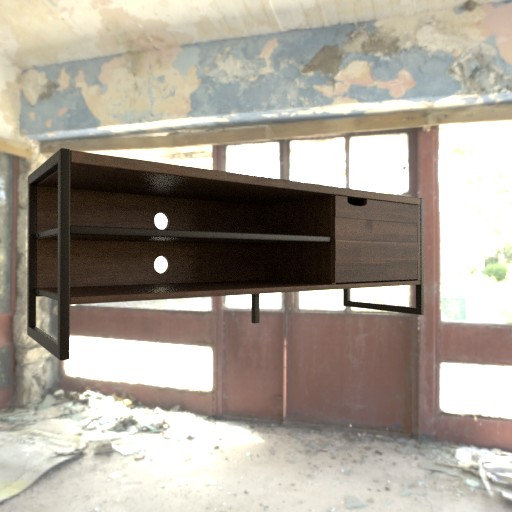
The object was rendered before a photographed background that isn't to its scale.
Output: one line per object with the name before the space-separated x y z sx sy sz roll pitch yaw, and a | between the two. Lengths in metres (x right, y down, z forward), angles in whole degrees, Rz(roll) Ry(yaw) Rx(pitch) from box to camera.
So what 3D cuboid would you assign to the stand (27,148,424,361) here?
stand | 0.000 0.000 1.670 1.480 0.506 0.454 0 -1 -36
